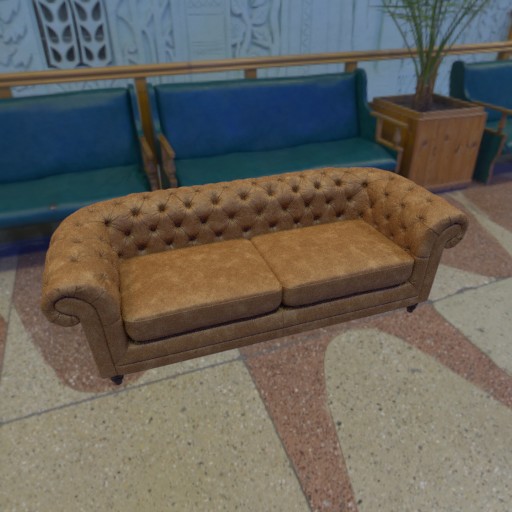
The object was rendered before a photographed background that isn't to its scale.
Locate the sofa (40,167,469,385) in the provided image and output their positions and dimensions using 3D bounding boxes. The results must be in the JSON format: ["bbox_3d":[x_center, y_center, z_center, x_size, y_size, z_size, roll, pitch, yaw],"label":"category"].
[{"bbox_3d":[0.000,0.000,2.811,2.365,0.760,0.989,-10,34,-16],"label":"sofa"}]
